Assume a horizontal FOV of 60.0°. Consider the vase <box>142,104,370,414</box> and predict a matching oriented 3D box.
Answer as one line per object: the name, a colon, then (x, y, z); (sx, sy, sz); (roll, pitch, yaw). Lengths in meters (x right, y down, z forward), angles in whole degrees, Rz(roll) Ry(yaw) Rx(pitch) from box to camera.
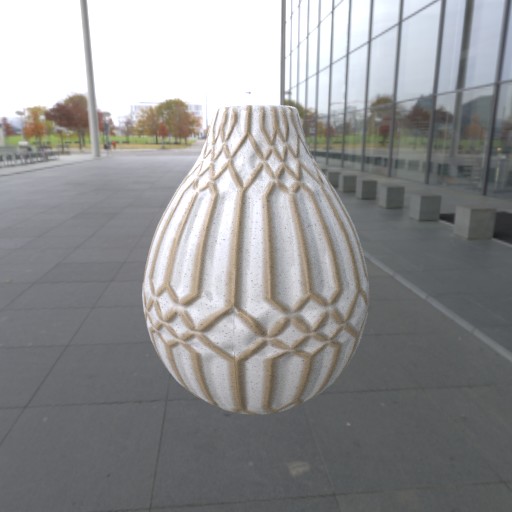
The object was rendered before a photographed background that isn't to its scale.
vase: (0.000, 0.000, 0.314); (0.159, 0.200, 0.159); (0, 15, 0)
